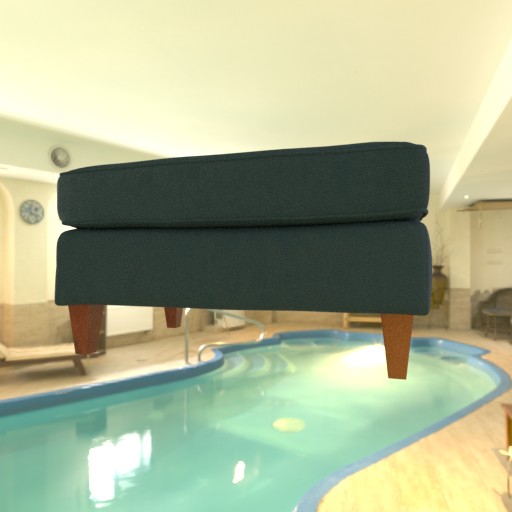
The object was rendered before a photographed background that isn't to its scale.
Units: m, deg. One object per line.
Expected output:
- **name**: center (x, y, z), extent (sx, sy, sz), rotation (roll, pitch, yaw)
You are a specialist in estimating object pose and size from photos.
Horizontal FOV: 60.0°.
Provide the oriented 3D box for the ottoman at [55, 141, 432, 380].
- **ottoman**: center (0.000, 0.000, 1.203), extent (0.862, 0.484, 0.583), rotation (0, 0, 18)
